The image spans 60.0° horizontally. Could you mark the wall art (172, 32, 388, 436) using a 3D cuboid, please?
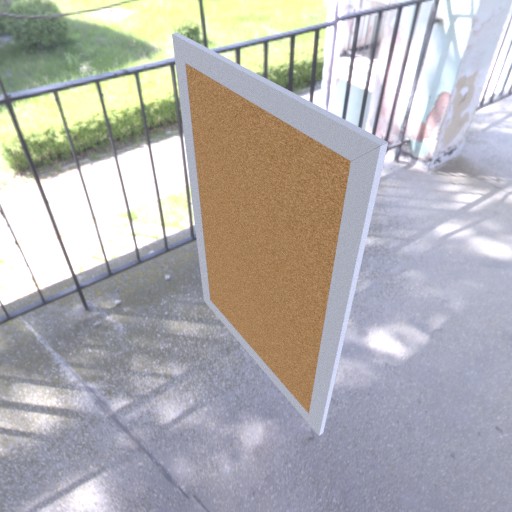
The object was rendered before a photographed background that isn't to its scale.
[{"bbox_3d":[0.000,0.000,0.818,0.011,0.659,0.454,-26,49,-26],"label":"wall art"}]
